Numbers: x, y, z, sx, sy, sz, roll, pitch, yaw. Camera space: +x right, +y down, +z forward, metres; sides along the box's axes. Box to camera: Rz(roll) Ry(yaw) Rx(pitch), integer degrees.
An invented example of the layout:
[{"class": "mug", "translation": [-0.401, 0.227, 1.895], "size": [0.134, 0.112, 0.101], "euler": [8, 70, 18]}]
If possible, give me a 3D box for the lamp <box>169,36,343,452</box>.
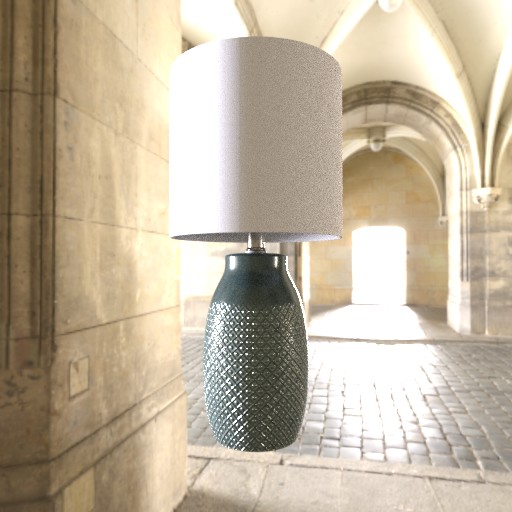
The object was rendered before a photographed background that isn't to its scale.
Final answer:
[{"class": "lamp", "translation": [0.000, 0.000, 0.564], "size": [0.217, 0.453, 0.217], "euler": [1, -1, -36]}]
